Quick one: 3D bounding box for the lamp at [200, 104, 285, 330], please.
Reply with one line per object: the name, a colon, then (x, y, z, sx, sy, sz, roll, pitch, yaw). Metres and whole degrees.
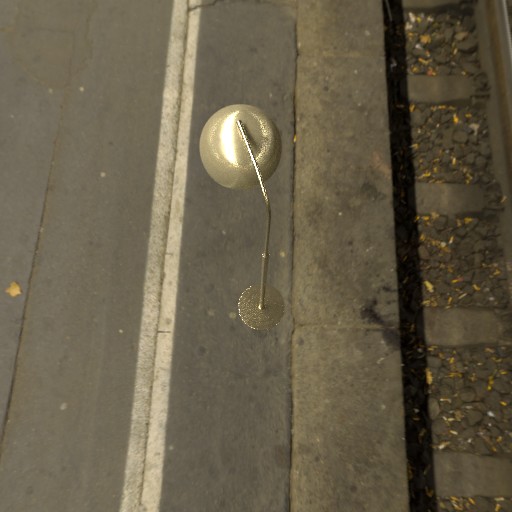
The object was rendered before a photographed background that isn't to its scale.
lamp: (0.000, 0.000, 1.702, 0.250, 1.526, 0.431, -19, 76, -5)
